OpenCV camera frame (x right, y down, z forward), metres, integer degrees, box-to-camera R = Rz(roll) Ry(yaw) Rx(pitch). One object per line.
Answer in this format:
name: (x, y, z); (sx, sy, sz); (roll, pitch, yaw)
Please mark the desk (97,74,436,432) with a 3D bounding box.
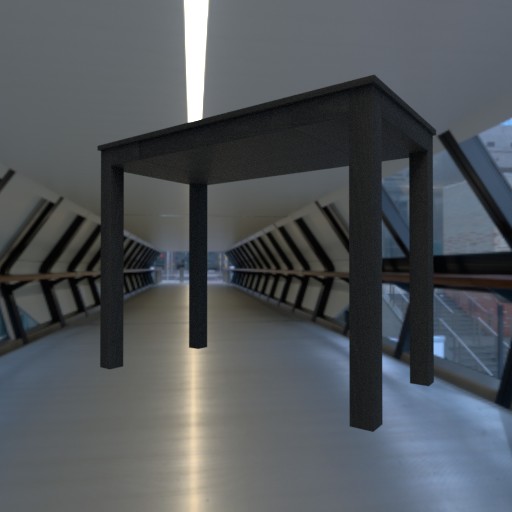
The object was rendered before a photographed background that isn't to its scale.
desk: (0.000, 0.000, 1.432); (0.991, 0.762, 0.499); (0, -1, 36)
